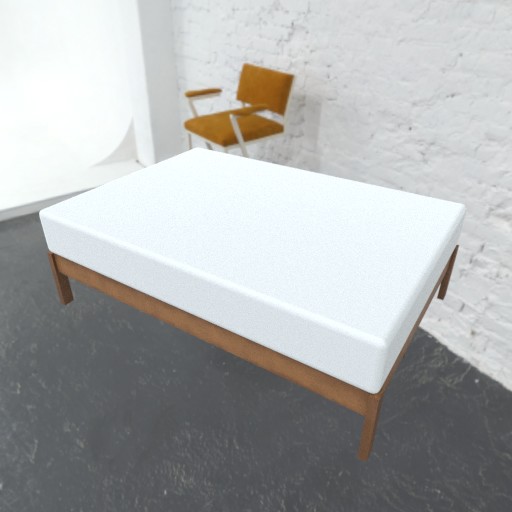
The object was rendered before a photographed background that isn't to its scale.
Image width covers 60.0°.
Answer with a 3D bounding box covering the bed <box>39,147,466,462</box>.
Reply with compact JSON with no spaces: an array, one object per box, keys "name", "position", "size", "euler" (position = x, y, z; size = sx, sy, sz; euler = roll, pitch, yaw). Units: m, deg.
[{"name":"bed","position":[0.000,0.000,2.551],"size":[1.927,0.616,1.348],"euler":[18,36,28]}]
